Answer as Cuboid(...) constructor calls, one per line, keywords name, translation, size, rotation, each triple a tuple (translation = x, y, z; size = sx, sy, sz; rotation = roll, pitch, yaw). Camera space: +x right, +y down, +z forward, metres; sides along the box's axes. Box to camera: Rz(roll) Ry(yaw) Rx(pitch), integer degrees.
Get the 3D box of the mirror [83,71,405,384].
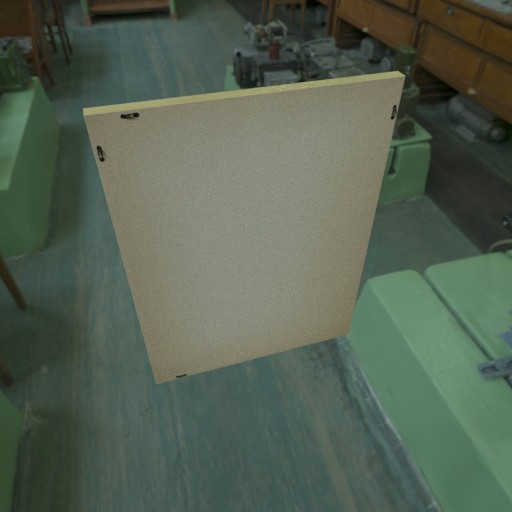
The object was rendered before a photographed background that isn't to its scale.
Cuboid(name="mirror", translation=(0.000, 0.000, 1.357), size=(0.762, 1.016, 0.040), rotation=(-12, 43, -13))
